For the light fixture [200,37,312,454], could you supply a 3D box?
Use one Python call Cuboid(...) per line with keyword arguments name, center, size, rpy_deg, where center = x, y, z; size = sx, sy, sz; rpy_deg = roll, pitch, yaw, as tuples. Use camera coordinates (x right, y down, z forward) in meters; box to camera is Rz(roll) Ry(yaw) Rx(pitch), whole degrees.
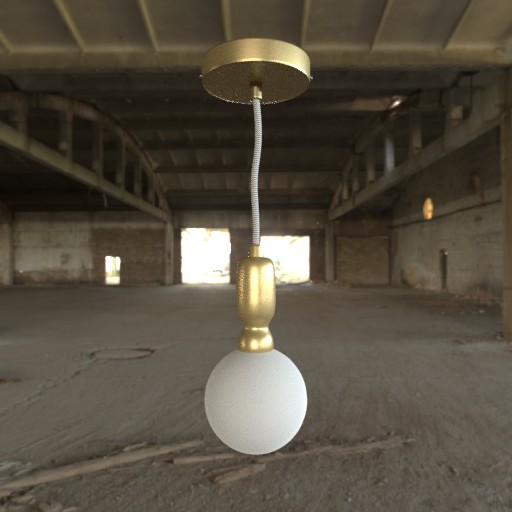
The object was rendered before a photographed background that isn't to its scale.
Cuboid(name="light fixture", center=(0.000, 0.000, 0.587), size=(0.147, 0.510, 0.146), rpy_deg=(0, -1, 0))
